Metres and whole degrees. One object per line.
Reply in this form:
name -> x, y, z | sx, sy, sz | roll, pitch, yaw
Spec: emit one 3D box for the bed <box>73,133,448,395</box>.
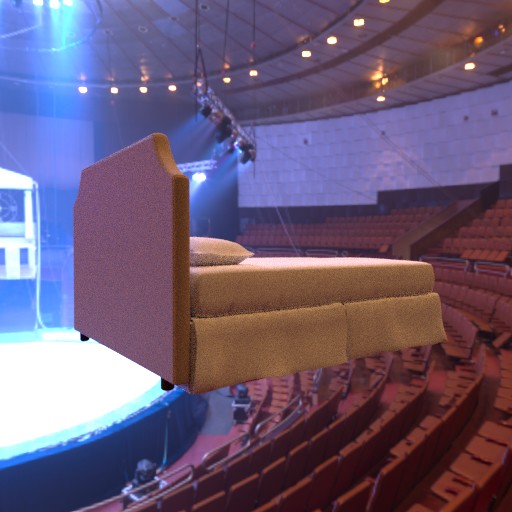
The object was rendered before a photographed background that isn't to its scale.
bed -> 0.000, 0.000, 4.220 | 2.773, 1.590, 2.350 | -1, 1, -37
